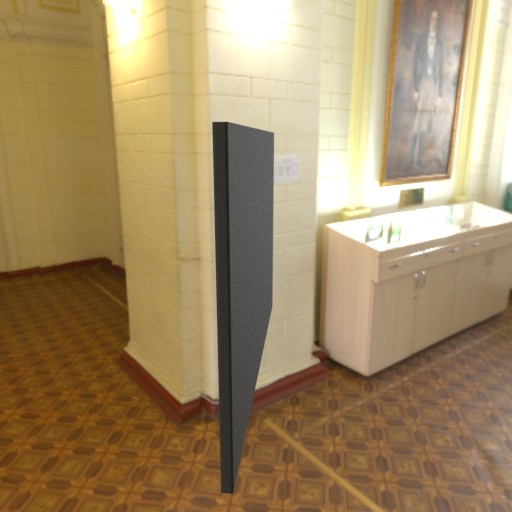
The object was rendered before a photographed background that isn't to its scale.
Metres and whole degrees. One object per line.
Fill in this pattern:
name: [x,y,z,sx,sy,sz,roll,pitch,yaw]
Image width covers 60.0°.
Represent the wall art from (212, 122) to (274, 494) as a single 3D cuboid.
wall art: [0.000,0.000,1.202,0.049,0.659,0.964,2,15,8]
